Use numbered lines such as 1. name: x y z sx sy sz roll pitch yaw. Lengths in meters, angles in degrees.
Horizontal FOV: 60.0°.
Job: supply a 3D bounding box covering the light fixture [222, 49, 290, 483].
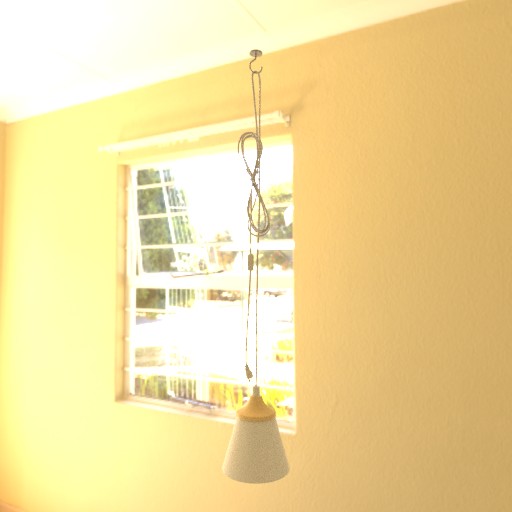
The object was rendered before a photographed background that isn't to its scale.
1. light fixture: 0.000 0.000 1.031 0.153 0.966 0.153 -1 -3 18
